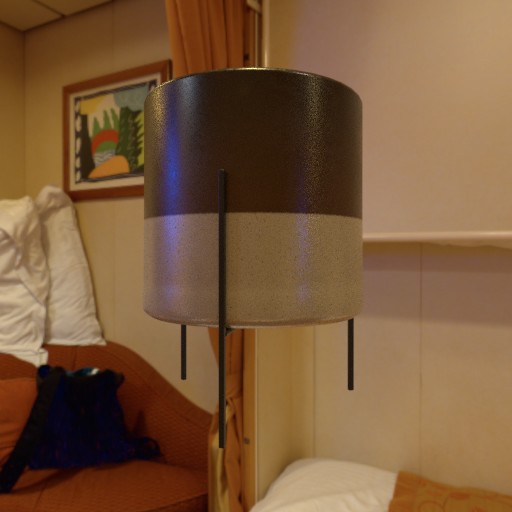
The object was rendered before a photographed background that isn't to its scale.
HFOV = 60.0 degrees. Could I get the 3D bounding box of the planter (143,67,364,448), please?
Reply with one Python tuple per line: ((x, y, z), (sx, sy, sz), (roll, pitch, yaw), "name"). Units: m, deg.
((0.000, 0.000, 0.714), (0.354, 0.465, 0.345), (0, 0, -18), "planter")
